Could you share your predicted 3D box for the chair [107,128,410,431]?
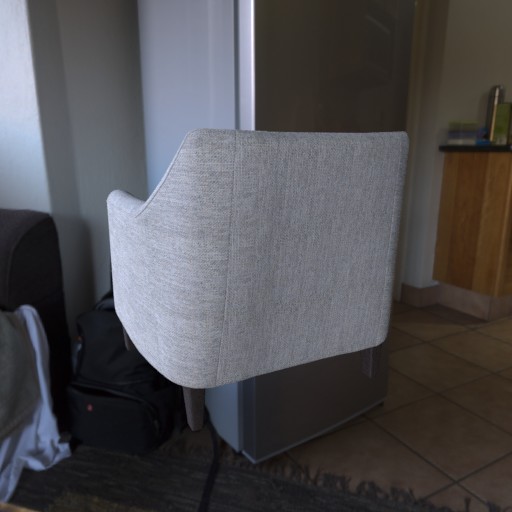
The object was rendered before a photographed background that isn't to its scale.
[{"bbox_3d":[0.000,0.000,1.422,0.796,0.761,0.758,-7,16,-26],"label":"chair"}]
